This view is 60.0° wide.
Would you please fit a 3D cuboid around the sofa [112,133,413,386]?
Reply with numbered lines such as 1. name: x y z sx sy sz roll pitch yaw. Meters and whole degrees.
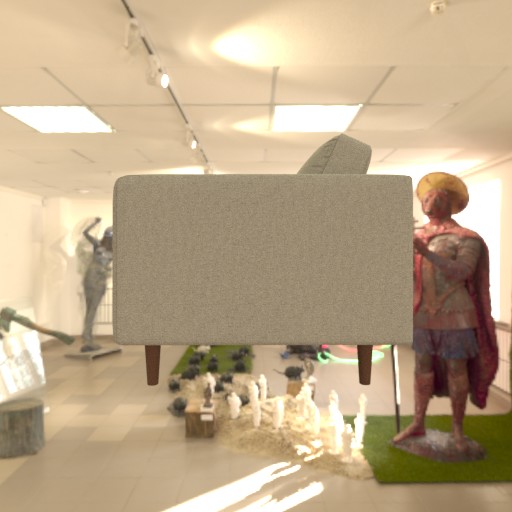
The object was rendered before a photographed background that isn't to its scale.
1. sofa: 0.000 0.000 2.281 1.000 0.900 1.731 0 0 0
